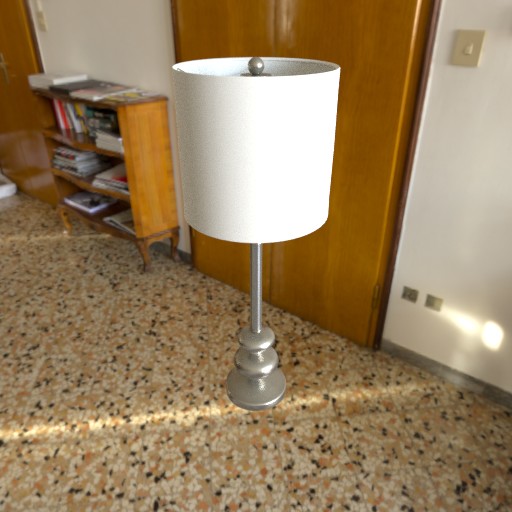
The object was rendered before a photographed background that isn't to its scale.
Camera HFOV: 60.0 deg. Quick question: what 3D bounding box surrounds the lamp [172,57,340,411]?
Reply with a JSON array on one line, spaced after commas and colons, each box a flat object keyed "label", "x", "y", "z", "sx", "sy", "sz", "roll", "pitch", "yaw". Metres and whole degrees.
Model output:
[{"label": "lamp", "x": 0.000, "y": 0.000, "z": 0.838, "sx": 0.254, "sy": 0.690, "sz": 0.254, "roll": 1, "pitch": 29, "yaw": 2}]
